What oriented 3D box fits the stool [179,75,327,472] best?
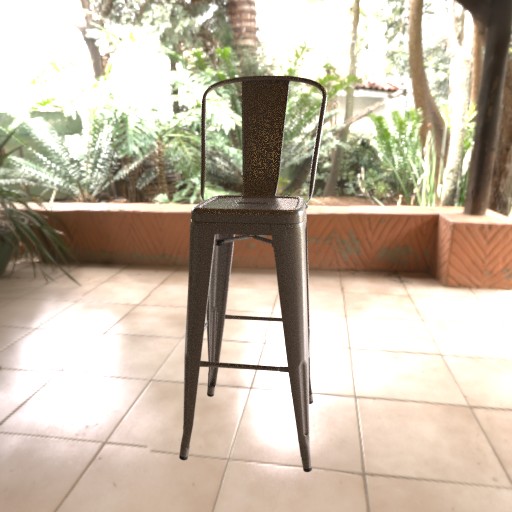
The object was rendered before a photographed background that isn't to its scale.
[{"bbox_3d":[0.000,0.000,1.353,0.399,1.096,0.513,2,15,7],"label":"stool"}]
